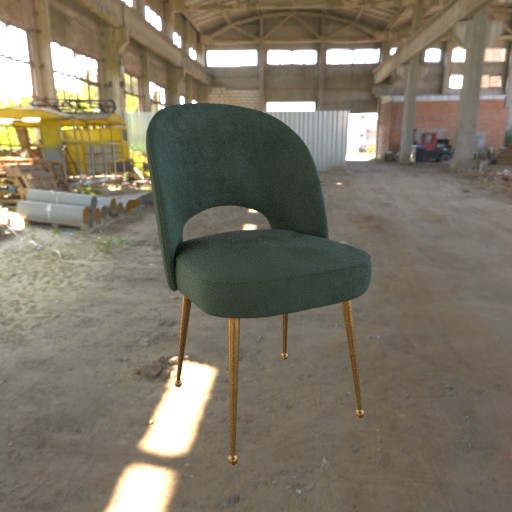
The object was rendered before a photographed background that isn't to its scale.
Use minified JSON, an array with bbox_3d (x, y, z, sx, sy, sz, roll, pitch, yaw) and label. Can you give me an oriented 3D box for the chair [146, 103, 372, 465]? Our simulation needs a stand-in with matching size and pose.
[{"bbox_3d":[0.000,0.000,1.250,0.527,0.860,0.577,-7,16,-28],"label":"chair"}]
